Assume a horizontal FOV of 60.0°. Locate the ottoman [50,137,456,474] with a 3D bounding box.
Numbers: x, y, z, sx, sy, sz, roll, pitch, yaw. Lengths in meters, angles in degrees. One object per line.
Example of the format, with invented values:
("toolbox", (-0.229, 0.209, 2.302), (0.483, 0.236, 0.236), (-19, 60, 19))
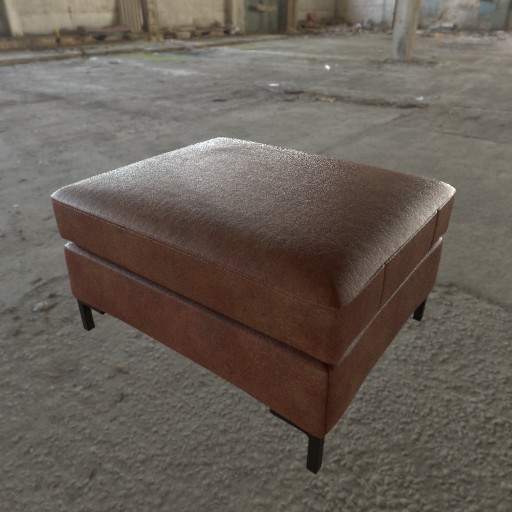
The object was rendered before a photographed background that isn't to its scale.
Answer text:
("ottoman", (0.000, 0.000, 1.753), (1.186, 0.667, 0.965), (20, 35, 31))
